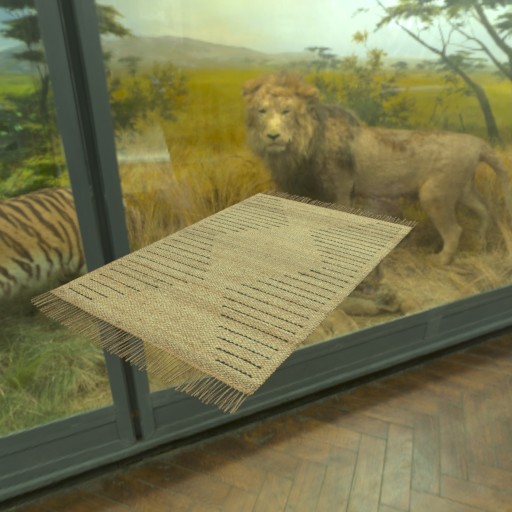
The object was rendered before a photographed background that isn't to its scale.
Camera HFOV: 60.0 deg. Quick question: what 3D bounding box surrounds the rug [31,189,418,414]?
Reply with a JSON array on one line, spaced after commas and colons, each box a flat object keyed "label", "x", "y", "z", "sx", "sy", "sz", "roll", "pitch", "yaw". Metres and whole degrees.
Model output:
[{"label": "rug", "x": 0.000, "y": 0.000, "z": 2.534, "sx": 1.224, "sy": 0.027, "sz": 2.085, "roll": 17, "pitch": 32, "yaw": 31}]
